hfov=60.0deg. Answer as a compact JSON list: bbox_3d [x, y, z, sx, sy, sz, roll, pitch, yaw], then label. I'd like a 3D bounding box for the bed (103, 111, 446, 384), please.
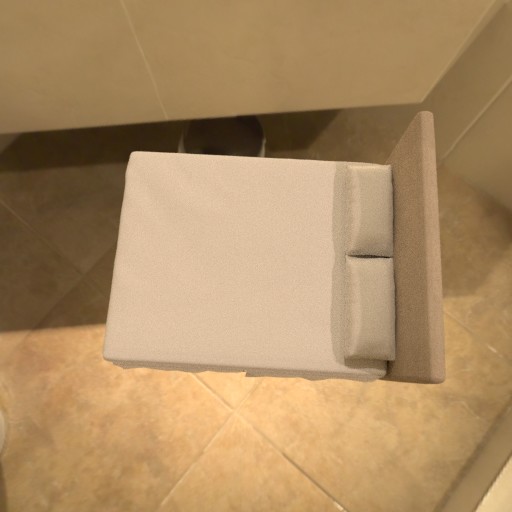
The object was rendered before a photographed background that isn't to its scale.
[{"bbox_3d":[0.000,0.000,3.201,2.162,1.330,1.713,3,76,1],"label":"bed"}]
